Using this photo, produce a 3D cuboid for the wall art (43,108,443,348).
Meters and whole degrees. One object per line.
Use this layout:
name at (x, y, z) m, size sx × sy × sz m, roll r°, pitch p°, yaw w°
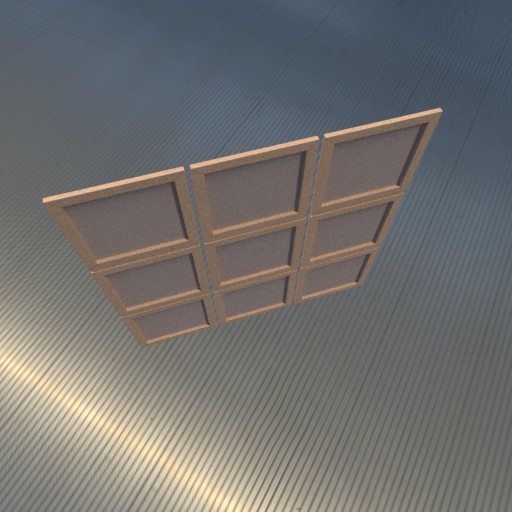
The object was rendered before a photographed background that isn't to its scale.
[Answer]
wall art at (0.000, 0.000, 1.371) m, size 0.917 × 0.910 × 0.012 m, roll -15°, pitch 61°, yaw -9°
